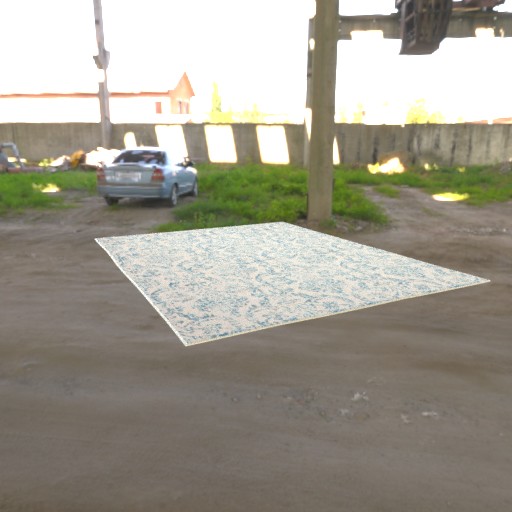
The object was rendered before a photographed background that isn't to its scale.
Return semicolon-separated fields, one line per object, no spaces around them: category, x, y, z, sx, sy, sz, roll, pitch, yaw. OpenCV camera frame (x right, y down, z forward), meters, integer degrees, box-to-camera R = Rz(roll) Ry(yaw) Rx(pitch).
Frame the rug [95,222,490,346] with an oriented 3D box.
rug;0.000;0.000;4.027;2.363;0.012;2.980;-7;16;-27
